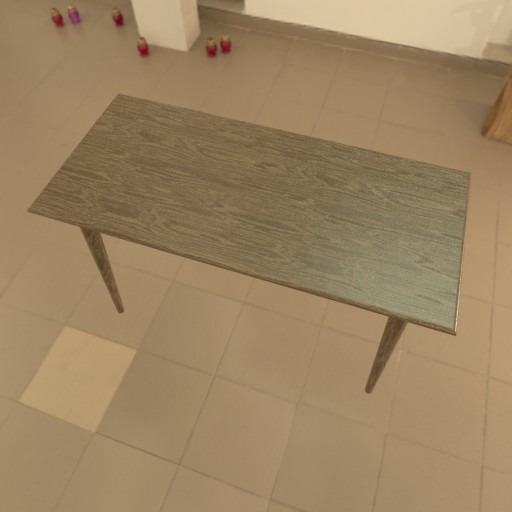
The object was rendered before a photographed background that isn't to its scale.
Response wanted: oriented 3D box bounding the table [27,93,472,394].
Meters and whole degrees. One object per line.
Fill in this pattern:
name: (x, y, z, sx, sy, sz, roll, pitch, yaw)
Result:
table: (0.000, 0.000, 1.740, 1.300, 0.780, 0.599, 16, 59, 10)
